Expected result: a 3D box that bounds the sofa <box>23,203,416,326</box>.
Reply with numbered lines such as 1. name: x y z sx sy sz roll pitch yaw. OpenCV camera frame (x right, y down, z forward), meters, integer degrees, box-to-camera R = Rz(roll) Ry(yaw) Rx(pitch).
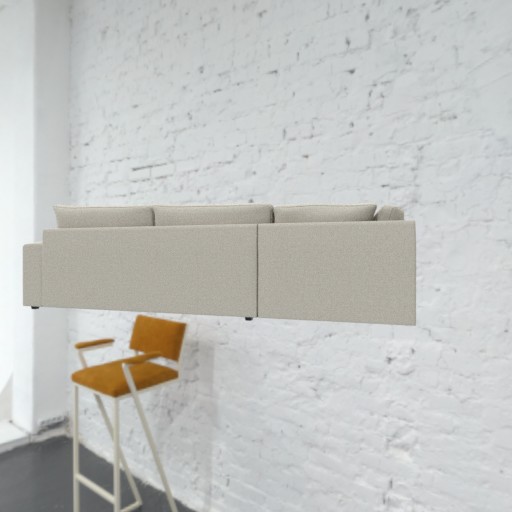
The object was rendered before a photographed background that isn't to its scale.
1. sofa: 0.000 0.000 4.740 3.206 0.918 3.066 0 0 19
